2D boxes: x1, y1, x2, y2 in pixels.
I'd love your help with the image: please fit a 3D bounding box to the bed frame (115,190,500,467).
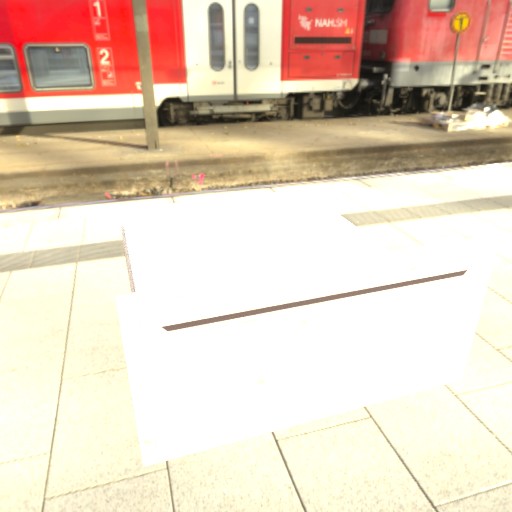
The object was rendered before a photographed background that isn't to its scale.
[{"bbox_3d":[0.000,0.000,2.973,1.800,0.900,2.080,-9,28,-17],"label":"bed frame"}]
